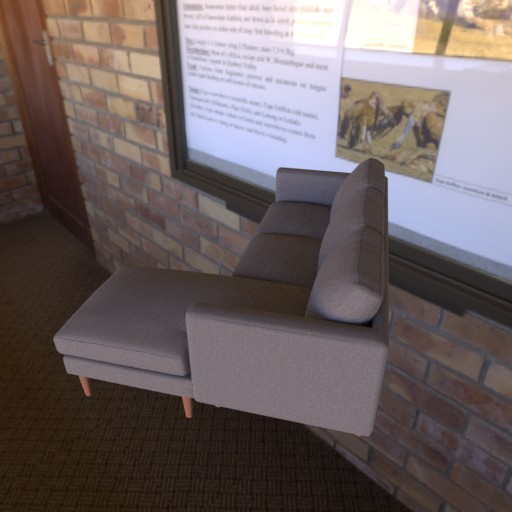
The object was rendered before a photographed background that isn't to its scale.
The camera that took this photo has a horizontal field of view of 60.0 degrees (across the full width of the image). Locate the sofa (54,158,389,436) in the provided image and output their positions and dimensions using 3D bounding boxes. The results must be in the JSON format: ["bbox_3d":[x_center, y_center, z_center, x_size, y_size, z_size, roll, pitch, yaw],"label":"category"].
[{"bbox_3d":[0.000,0.000,2.870,1.591,0.897,2.031,7,31,12],"label":"sofa"}]
